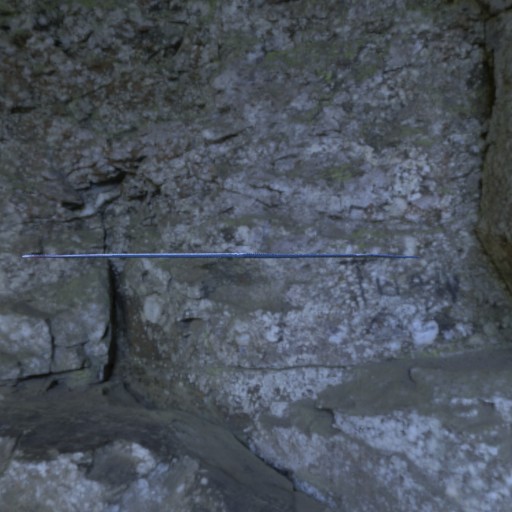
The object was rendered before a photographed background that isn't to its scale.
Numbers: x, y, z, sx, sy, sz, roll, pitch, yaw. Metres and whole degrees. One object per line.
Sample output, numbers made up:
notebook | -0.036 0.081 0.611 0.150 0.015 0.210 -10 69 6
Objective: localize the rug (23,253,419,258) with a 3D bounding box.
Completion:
rug | 0.000 0.000 2.266 1.159 0.025 1.793 0 0 35
